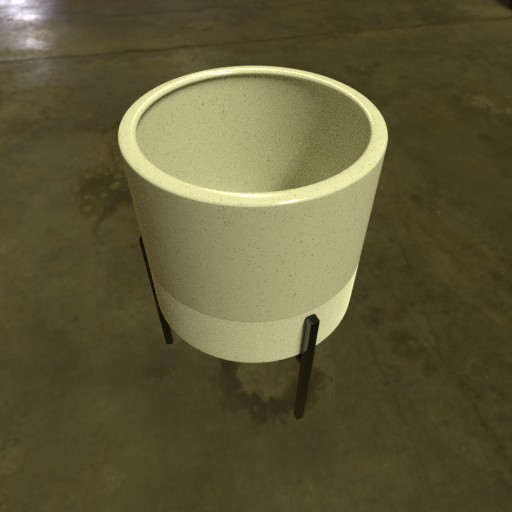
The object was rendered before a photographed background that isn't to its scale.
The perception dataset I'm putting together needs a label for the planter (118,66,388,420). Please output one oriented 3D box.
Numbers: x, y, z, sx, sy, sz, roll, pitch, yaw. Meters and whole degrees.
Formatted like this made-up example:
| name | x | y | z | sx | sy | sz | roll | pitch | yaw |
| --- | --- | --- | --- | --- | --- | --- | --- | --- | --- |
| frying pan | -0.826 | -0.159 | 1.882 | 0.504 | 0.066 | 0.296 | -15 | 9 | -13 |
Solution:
| name | x | y | z | sx | sy | sz | roll | pitch | yaw |
| --- | --- | --- | --- | --- | --- | --- | --- | --- | --- |
| planter | 0.000 | 0.000 | 0.338 | 0.152 | 0.230 | 0.159 | 24 | 50 | 22 |
